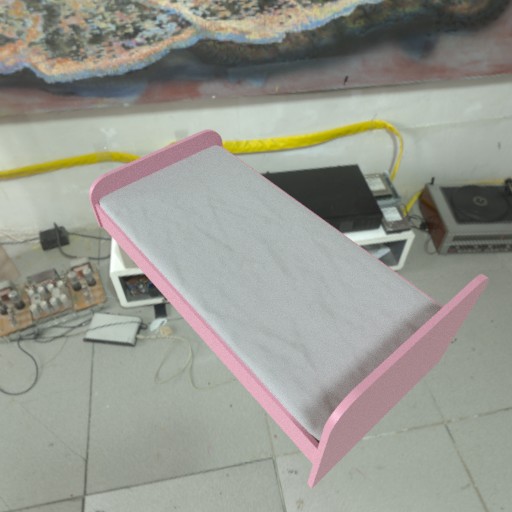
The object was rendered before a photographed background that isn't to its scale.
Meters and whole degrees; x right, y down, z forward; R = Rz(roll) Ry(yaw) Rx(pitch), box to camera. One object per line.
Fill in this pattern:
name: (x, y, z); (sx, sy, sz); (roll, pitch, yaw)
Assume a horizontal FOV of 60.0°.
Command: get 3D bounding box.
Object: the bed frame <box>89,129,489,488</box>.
bed frame: (0.000, 0.000, 2.446); (0.998, 0.805, 1.963); (-32, 55, -26)
